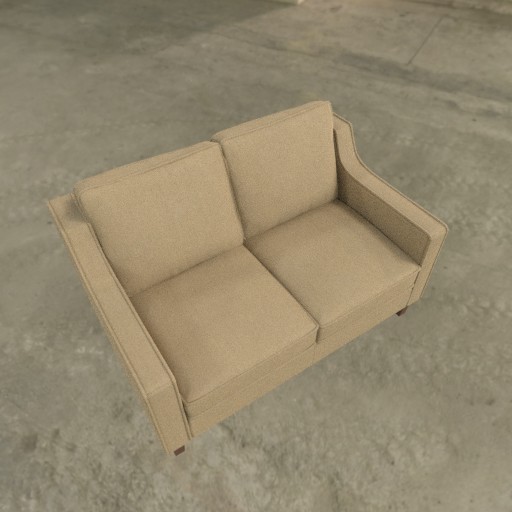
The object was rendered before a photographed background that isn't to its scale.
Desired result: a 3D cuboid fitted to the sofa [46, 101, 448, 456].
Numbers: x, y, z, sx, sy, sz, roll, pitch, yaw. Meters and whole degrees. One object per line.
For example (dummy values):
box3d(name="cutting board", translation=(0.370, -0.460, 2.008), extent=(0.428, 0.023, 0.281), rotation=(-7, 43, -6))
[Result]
box3d(name="sofa", translation=(0.000, 0.000, 2.119), extent=(1.501, 0.971, 0.987), rotation=(-25, 51, -22))
